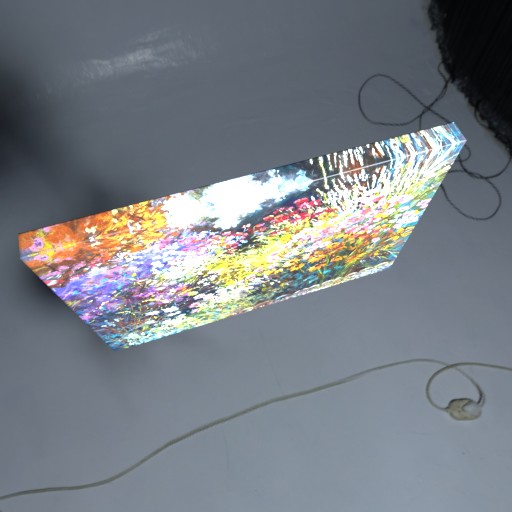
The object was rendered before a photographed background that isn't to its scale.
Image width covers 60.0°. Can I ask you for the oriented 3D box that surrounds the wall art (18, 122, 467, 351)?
[{"bbox_3d":[0.000,0.000,0.766,0.610,0.406,0.037,-16,63,-8],"label":"wall art"}]
